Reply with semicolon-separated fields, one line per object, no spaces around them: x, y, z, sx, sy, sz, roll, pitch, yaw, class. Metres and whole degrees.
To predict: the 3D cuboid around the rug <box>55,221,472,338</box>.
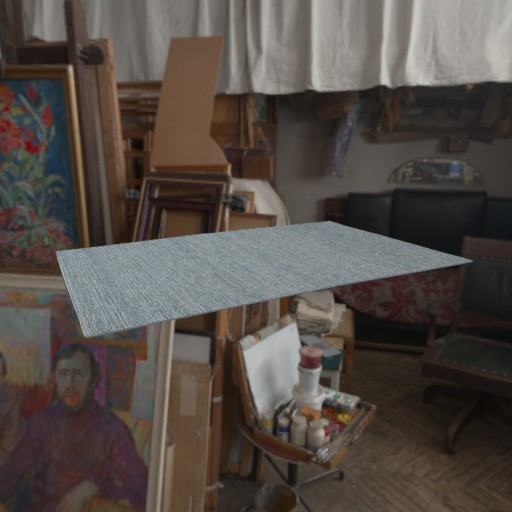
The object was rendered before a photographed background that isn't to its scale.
0.000;0.000;2.315;1.853;0.022;1.174;-8;18;-27;rug
